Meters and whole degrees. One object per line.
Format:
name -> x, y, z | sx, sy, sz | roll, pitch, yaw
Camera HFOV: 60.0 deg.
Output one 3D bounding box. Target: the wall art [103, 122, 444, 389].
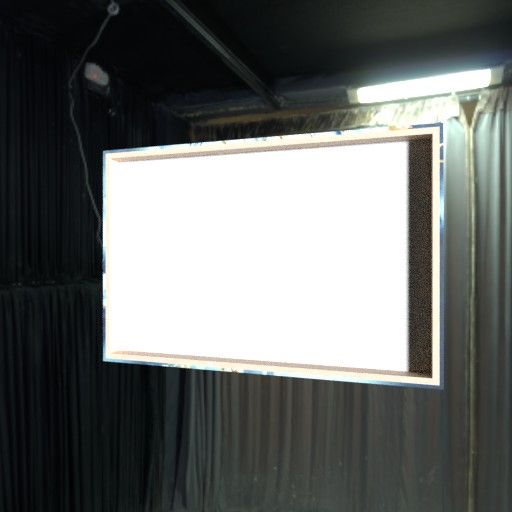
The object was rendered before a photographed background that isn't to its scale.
wall art -> 0.000, 0.000, 0.780 | 0.607, 0.405, 0.036 | 0, 0, 18
